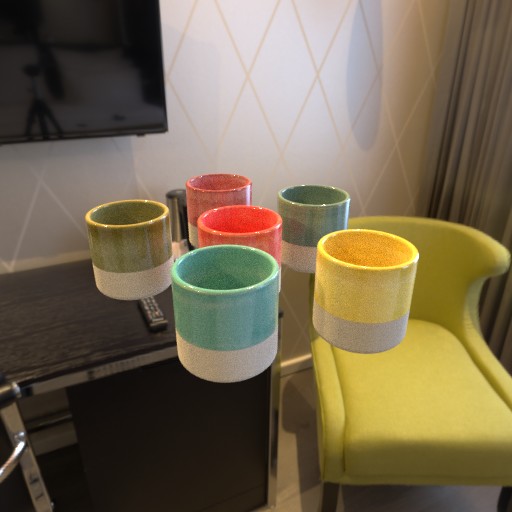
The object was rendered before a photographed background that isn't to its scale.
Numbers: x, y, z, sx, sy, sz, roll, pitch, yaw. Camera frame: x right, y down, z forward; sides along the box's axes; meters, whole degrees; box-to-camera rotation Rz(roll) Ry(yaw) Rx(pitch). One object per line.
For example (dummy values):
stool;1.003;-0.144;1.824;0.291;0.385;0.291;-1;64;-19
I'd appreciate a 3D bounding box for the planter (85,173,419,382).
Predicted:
planter;0.000;0.000;0.410;0.286;0.075;0.257;16;30;31
